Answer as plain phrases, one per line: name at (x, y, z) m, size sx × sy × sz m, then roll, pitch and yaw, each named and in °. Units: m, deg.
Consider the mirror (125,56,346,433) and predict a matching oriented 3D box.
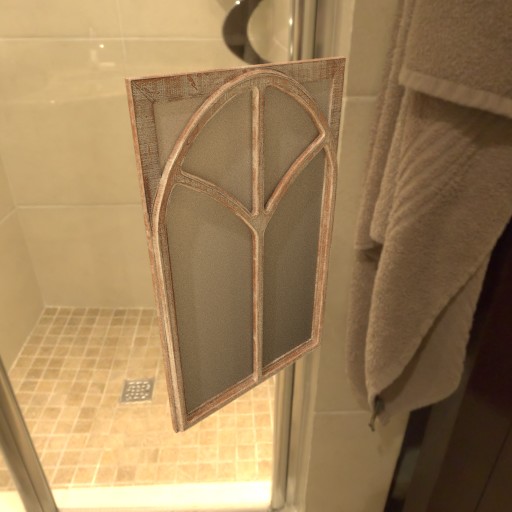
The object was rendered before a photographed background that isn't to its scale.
mirror at (0.000, 0.000, 0.992) m, size 0.495 × 0.787 × 0.058 m, roll -22°, pitch 37°, yaw -34°
